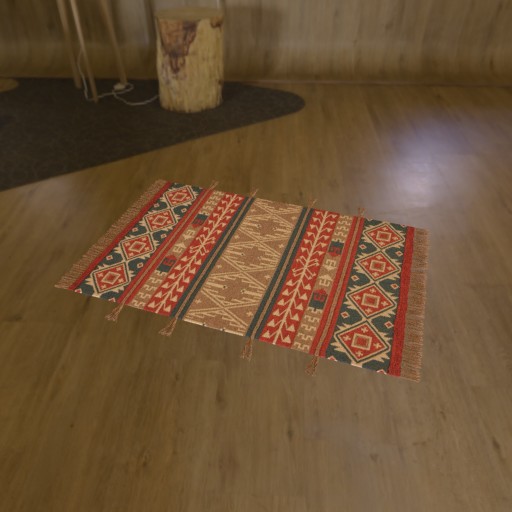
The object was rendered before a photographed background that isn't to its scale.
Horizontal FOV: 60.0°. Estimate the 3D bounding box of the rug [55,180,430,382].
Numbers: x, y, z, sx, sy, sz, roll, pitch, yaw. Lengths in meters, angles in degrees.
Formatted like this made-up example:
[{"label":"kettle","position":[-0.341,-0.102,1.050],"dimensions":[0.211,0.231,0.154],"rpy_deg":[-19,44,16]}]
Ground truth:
[{"label":"rug","position":[0.000,0.000,2.721],"dimensions":[2.025,0.040,1.469],"rpy_deg":[12,42,14]}]
